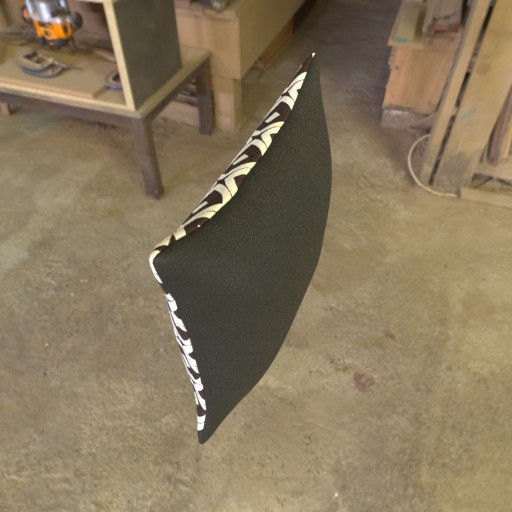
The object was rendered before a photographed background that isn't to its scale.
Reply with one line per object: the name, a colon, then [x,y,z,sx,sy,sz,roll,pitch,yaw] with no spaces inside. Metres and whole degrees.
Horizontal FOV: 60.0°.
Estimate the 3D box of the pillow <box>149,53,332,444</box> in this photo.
pillow: [0.000,0.000,0.755,0.188,0.494,0.504,17,50,15]
